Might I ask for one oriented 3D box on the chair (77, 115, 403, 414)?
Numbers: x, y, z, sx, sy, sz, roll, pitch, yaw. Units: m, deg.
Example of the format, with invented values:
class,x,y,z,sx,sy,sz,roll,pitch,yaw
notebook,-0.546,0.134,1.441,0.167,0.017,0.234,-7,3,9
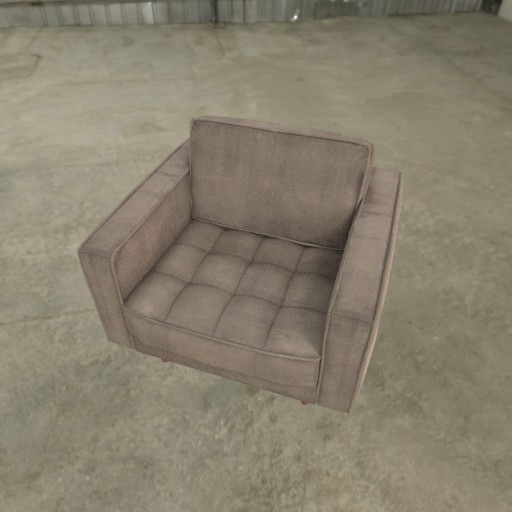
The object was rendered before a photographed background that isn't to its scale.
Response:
class,x,y,z,sx,sy,sz,roll,pitch,yaw
chair,0.000,0.000,1.584,0.928,0.773,0.843,13,43,14
